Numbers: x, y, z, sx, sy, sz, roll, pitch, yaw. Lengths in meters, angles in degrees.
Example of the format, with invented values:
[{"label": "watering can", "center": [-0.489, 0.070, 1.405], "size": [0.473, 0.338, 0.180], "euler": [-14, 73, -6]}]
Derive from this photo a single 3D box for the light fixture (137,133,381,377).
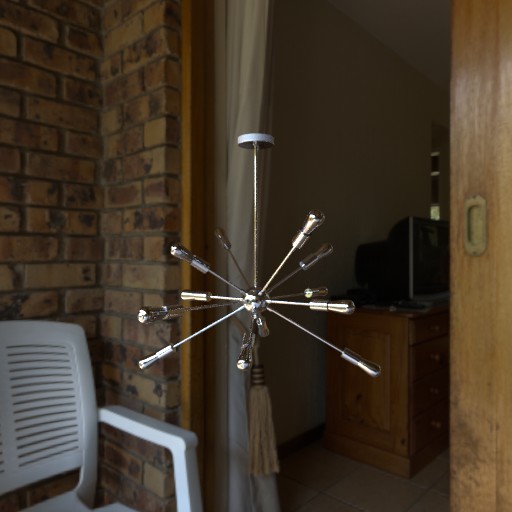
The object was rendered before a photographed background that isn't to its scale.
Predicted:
[{"label": "light fixture", "center": [0.000, 0.000, 1.054], "size": [0.509, 0.558, 0.684], "euler": [0, 0, 37]}]
